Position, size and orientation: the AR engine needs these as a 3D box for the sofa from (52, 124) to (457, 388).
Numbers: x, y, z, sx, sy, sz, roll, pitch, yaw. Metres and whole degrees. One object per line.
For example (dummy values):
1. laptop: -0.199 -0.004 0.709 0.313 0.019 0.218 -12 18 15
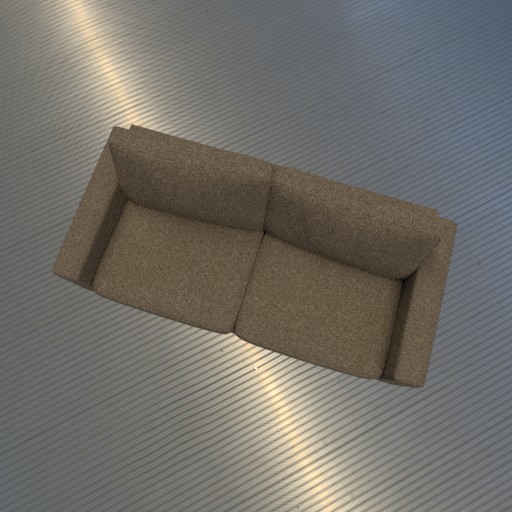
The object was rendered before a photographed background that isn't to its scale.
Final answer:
1. sofa: 0.000 0.000 2.678 2.179 0.873 1.016 17 76 4
